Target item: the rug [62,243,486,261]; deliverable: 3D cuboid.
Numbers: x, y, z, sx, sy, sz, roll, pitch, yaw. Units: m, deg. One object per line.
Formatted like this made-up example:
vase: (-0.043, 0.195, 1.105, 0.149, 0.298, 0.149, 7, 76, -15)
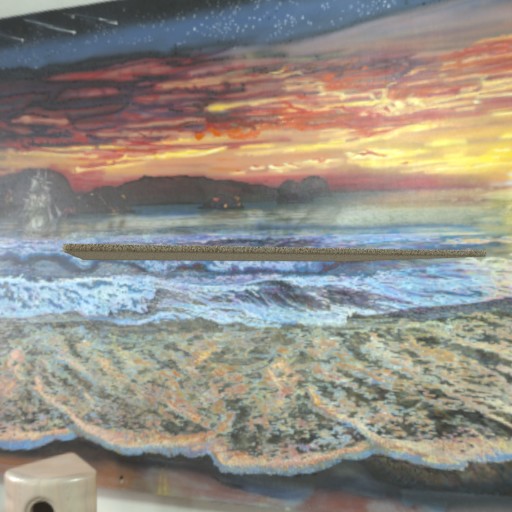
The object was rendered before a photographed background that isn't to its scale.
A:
rug: (0.000, 0.000, 2.108, 1.600, 0.025, 1.199, 1, -2, -19)
